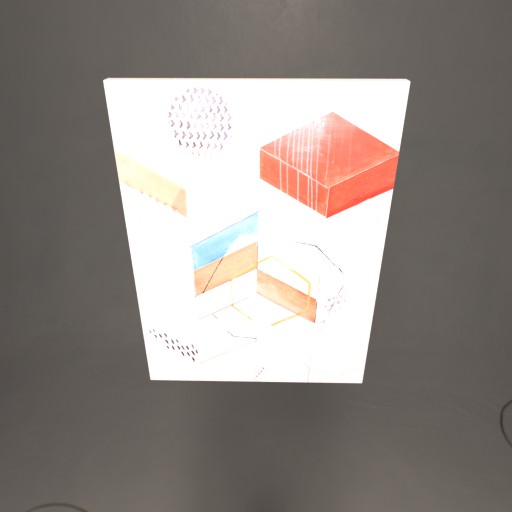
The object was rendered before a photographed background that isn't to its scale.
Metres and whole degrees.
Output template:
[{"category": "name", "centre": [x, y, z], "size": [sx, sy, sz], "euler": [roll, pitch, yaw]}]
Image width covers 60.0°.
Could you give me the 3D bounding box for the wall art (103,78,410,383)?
[{"category": "wall art", "centre": [0.000, 0.000, 1.635], "size": [0.914, 1.221, 0.046], "euler": [1, 29, 1]}]
